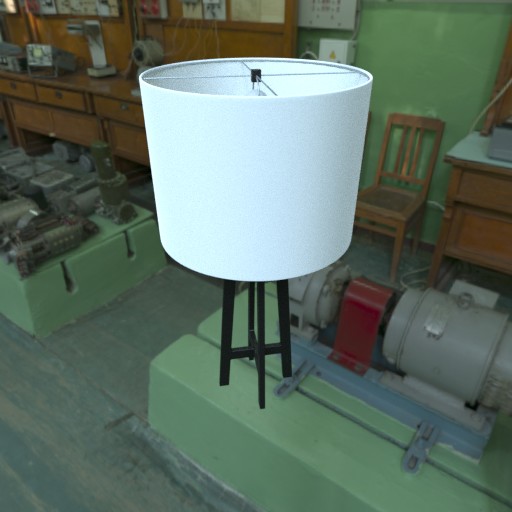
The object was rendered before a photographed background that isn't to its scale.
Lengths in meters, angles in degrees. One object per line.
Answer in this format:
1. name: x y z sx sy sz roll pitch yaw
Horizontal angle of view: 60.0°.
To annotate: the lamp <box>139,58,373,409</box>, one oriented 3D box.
1. lamp: 0.000 0.000 0.624 0.257 0.489 0.257 20 36 30
